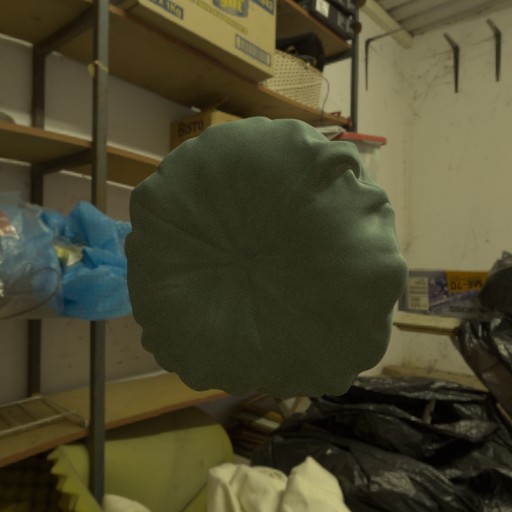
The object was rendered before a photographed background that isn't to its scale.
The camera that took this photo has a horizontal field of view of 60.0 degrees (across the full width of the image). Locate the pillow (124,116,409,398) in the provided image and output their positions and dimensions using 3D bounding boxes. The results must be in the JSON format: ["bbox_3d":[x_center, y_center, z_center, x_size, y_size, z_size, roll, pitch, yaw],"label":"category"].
[{"bbox_3d":[0.000,0.000,0.659,0.428,0.407,0.148,0,0,18],"label":"pillow"}]
